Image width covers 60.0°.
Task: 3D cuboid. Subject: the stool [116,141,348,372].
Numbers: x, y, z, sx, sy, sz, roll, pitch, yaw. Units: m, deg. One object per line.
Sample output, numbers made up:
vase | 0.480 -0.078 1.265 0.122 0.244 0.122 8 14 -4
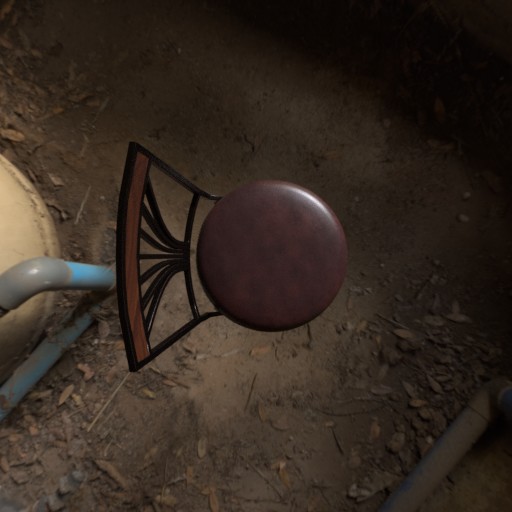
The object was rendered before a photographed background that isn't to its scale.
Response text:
stool | 0.000 0.000 1.383 0.514 1.117 0.433 0 90 1
